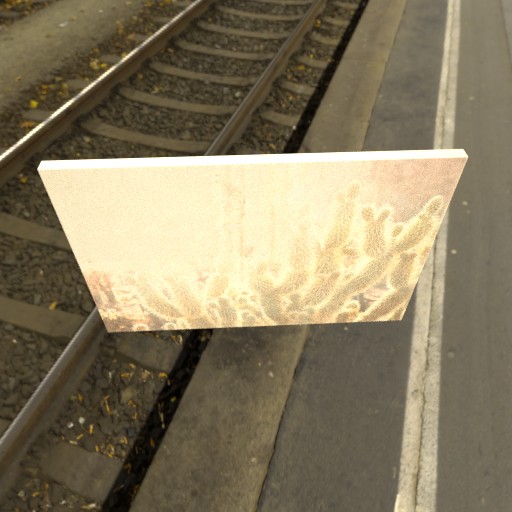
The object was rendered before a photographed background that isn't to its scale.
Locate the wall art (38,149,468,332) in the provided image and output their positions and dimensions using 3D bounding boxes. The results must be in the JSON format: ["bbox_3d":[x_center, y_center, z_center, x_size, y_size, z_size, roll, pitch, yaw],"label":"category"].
[{"bbox_3d":[0.000,0.000,1.461,1.142,0.758,0.041,-2,47,-2],"label":"wall art"}]
